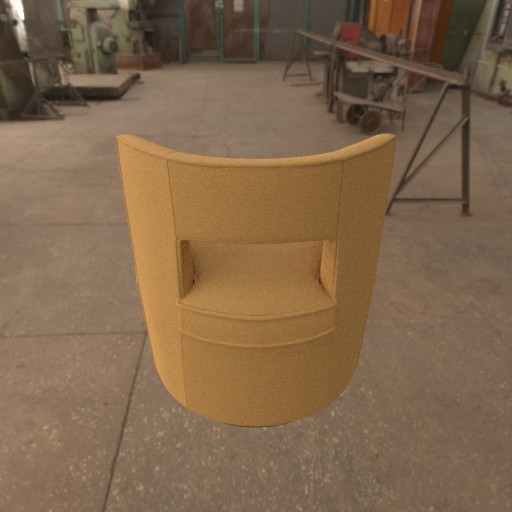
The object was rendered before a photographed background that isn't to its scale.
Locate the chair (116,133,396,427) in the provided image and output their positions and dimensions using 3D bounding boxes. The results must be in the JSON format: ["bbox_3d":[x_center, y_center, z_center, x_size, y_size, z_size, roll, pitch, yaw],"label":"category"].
[{"bbox_3d":[0.000,0.000,1.219,0.650,0.723,0.665,0,29,0],"label":"chair"}]
